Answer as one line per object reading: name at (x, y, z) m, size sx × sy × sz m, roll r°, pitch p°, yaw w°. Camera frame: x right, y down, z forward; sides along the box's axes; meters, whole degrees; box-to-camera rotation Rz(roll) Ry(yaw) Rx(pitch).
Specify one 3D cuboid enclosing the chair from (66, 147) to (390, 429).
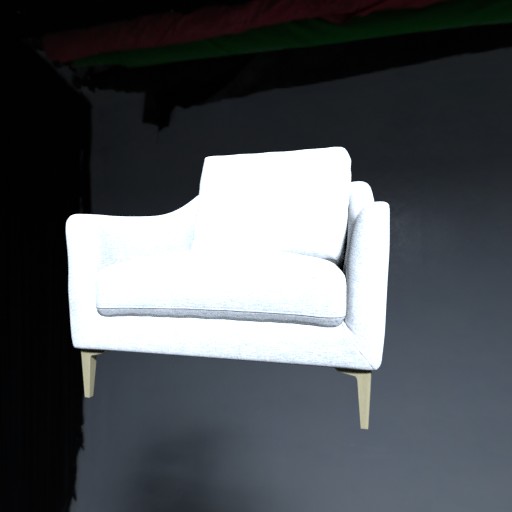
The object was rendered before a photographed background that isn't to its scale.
chair at (0.000, 0.000, 1.695) m, size 0.986 × 0.902 × 0.961 m, roll 0°, pitch 0°, yaw 17°
